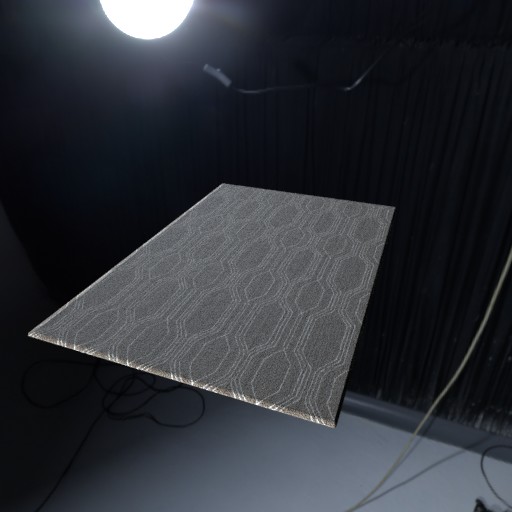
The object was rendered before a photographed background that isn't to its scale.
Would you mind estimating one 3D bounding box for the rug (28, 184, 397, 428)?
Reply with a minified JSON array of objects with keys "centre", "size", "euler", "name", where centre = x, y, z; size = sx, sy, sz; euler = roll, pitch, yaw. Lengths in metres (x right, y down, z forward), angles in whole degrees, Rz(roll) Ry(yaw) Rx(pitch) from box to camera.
[{"centre":[0.000,0.000,2.307],"size":[1.239,0.012,1.836],"euler":[11,31,18],"name":"rug"}]
